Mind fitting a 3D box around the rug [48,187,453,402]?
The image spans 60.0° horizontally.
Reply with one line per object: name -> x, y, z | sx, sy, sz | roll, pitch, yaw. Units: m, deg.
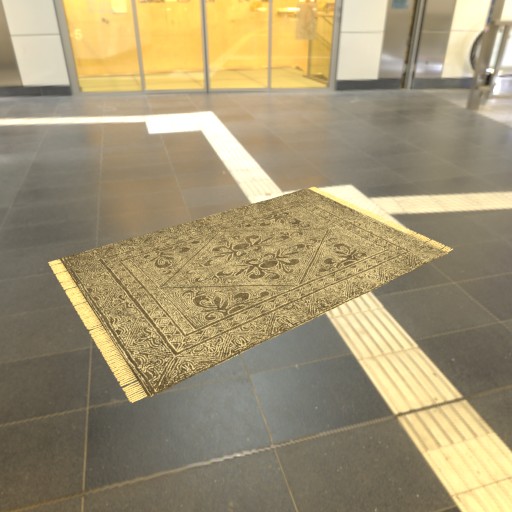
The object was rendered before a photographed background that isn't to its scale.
rug -> 0.000, 0.000, 3.127 | 2.440, 0.010, 1.529 | -20, 36, -30
